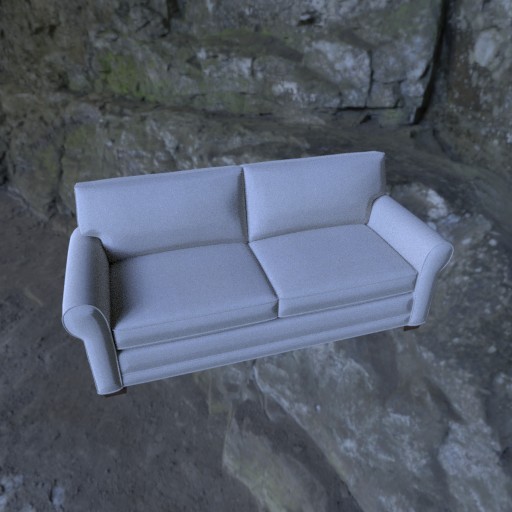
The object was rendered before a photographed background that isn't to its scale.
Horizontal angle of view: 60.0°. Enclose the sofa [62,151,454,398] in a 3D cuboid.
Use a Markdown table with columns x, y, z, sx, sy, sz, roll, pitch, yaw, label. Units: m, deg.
| x | y | z | sx | sy | sz | roll | pitch | yaw | label |
| --- | --- | --- | --- | --- | --- | --- | --- | --- | --- |
| 0.000 | 0.000 | 2.713 | 2.146 | 0.962 | 0.901 | -9 | 33 | -14 | sofa |
